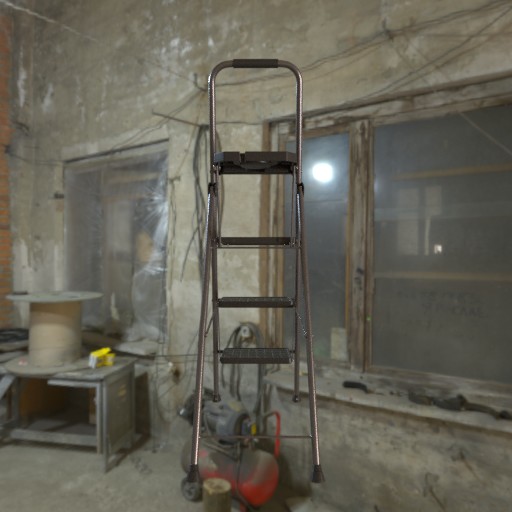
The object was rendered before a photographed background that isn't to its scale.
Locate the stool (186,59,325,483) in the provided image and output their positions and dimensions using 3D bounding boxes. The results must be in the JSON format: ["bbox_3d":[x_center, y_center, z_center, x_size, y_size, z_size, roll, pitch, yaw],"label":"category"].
[{"bbox_3d":[0.000,0.000,1.611,0.396,1.277,0.733,0,0,0],"label":"stool"}]
